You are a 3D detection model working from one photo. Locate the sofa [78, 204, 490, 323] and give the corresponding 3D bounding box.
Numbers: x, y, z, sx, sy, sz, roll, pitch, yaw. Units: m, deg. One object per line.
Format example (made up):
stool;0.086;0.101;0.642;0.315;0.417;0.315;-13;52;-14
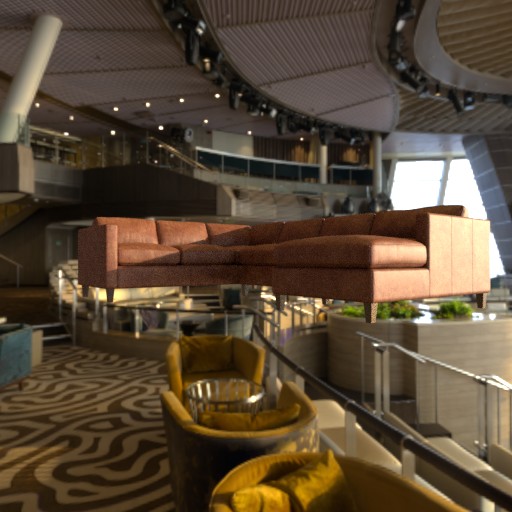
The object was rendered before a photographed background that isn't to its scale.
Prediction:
sofa;0.000;0.000;4.314;2.452;0.888;3.324;0;-1;-37
